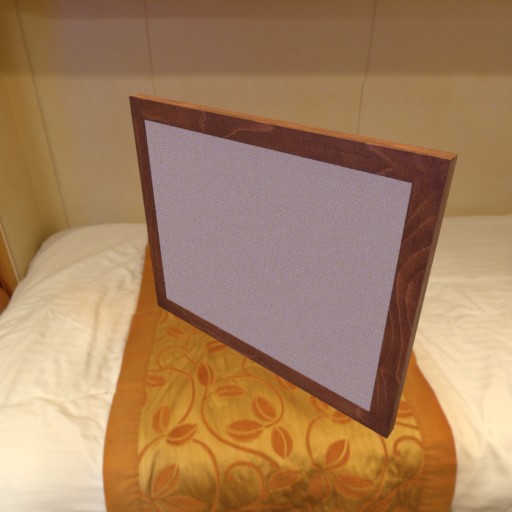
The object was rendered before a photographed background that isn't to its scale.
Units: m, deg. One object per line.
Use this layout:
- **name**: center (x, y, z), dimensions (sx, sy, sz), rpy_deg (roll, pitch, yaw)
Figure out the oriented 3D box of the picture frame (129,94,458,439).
- **picture frame**: center (0.000, 0.000, 0.751), dimensions (0.559, 0.457, 0.025), rpy_deg (22, 37, 33)
